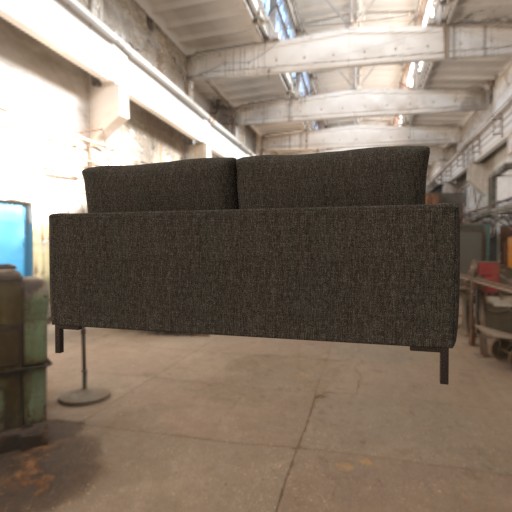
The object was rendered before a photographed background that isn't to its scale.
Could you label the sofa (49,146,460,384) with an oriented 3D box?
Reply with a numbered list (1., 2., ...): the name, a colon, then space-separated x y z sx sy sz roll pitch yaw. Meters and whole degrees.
1. sofa: 0.000 0.000 2.151 1.716 0.862 0.866 0 1 16
